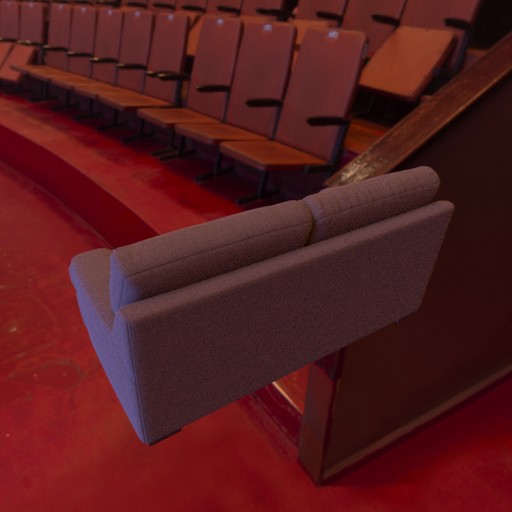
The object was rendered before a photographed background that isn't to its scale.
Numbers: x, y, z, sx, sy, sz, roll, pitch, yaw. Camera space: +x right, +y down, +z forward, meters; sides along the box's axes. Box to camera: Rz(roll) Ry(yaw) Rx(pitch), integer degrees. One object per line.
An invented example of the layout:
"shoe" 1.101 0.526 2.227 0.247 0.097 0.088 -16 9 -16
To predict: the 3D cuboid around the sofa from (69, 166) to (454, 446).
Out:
"sofa" 0.000 0.000 2.469 1.869 0.950 1.140 -18 35 -28
